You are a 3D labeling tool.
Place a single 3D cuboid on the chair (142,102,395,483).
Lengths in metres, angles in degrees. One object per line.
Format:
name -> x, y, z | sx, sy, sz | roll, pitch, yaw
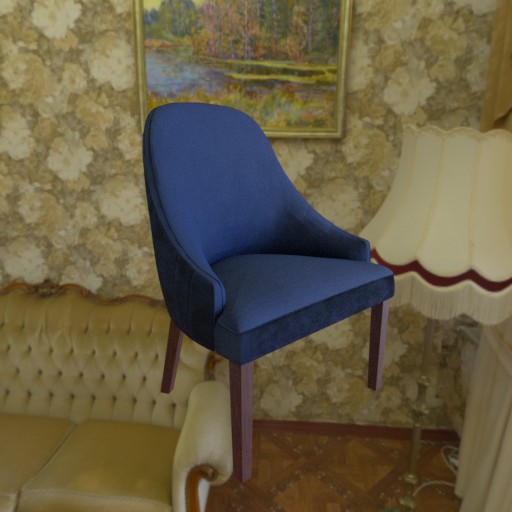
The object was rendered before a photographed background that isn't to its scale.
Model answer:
chair -> 0.000, 0.000, 1.312 | 0.643, 0.889, 0.575 | -14, 20, -42
